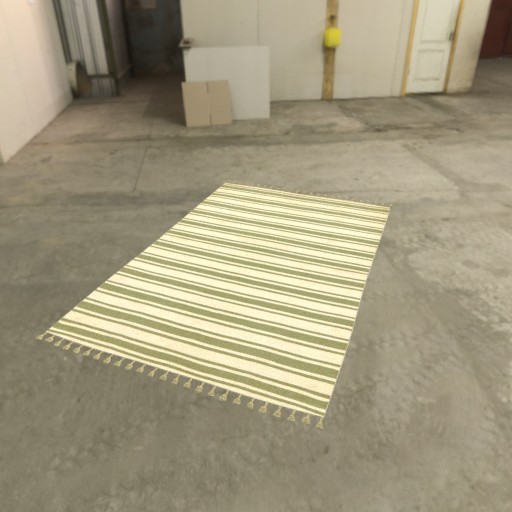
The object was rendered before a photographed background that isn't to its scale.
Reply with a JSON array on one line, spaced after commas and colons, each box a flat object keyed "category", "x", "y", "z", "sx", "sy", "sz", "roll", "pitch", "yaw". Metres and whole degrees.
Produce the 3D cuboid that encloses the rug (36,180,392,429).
[{"category": "rug", "x": 0.000, "y": 0.000, "z": 3.040, "sx": 1.540, "sy": 0.018, "sz": 2.435, "roll": 11, "pitch": 33, "yaw": 18}]
